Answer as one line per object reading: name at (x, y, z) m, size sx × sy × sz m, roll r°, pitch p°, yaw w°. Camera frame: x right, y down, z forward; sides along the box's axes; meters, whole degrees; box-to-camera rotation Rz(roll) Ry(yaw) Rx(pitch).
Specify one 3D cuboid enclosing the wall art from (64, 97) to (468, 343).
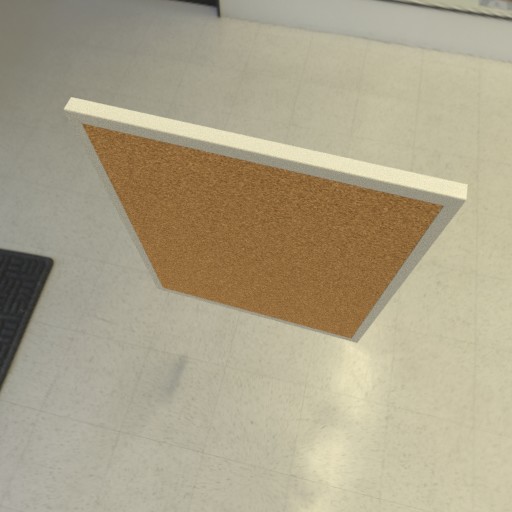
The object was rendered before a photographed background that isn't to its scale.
wall art at (0.000, 0.000, 0.715) m, size 0.444 × 0.536 × 0.020 m, roll 14°, pitch 65°, yaw 7°
